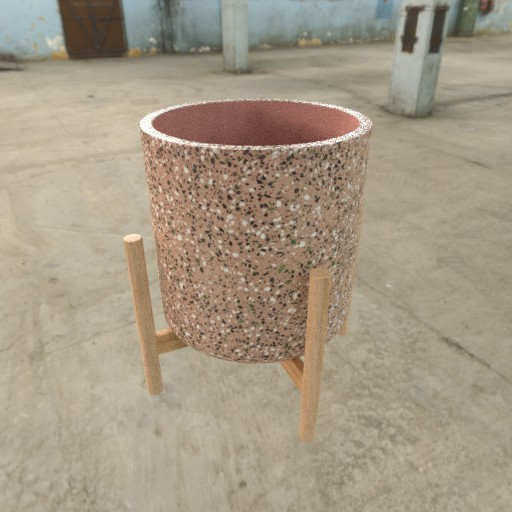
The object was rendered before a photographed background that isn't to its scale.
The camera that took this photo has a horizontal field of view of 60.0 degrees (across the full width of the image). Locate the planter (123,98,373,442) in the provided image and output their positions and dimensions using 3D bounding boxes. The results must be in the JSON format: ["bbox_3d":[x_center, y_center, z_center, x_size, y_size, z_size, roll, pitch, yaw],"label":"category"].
[{"bbox_3d":[0.000,0.000,0.692,0.360,0.419,0.360,-1,29,-2],"label":"planter"}]
